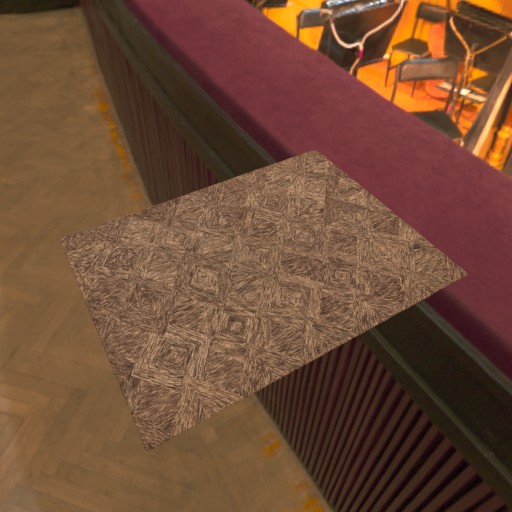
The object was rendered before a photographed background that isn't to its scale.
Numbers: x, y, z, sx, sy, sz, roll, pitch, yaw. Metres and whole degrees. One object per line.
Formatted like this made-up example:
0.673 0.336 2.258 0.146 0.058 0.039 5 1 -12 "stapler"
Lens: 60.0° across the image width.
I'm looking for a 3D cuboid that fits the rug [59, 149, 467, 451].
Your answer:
0.000 0.000 4.332 3.204 0.017 2.448 -23 51 -20 "rug"
